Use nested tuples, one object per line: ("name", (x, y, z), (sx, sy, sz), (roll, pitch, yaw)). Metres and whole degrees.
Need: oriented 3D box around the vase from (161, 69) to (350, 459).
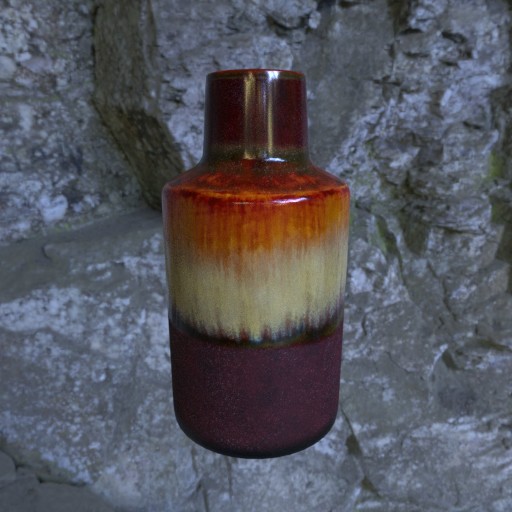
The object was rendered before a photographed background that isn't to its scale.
("vase", (0.000, 0.000, 0.267), (0.108, 0.204, 0.108), (0, 16, 0))
